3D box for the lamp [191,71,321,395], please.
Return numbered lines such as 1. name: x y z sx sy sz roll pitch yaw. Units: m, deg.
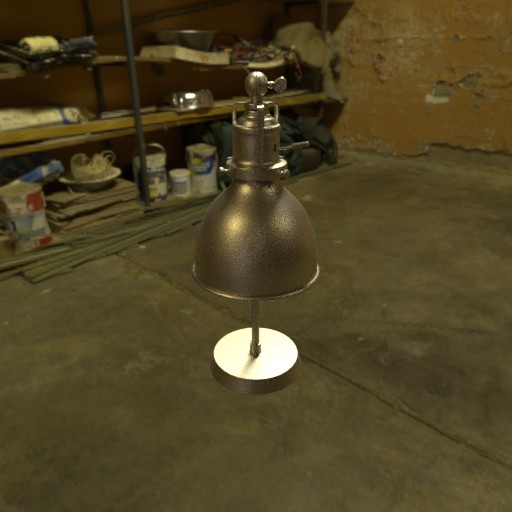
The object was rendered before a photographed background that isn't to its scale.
1. lamp: 0.000 0.000 0.587 0.153 0.456 0.286 0 25 0
